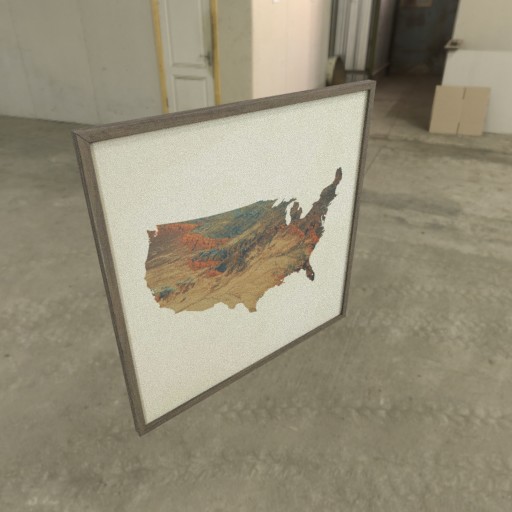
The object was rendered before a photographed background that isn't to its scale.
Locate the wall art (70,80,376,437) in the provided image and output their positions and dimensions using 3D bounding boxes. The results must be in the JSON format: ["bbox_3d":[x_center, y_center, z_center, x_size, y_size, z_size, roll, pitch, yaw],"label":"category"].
[{"bbox_3d":[0.000,0.000,0.748,0.508,0.507,0.016,-22,38,-32],"label":"wall art"}]
